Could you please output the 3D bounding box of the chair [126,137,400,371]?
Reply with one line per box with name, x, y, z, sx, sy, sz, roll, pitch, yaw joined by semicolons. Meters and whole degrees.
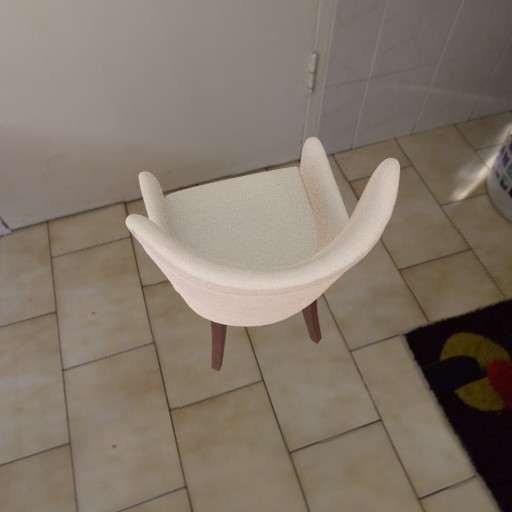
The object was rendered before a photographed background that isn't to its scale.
chair;0.000;0.000;1.535;0.696;0.990;0.744;-14;59;-8
